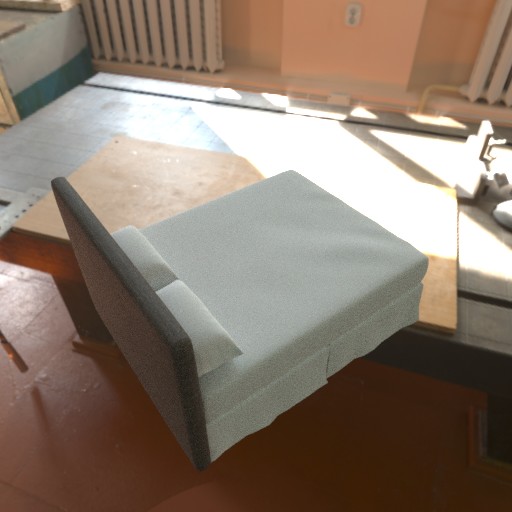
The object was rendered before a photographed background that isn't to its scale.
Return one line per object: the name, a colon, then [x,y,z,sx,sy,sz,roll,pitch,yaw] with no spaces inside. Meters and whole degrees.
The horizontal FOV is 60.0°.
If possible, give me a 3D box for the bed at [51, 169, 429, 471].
bed: [0.000,0.000,3.243,2.142,1.330,1.723,-26,48,-26]
